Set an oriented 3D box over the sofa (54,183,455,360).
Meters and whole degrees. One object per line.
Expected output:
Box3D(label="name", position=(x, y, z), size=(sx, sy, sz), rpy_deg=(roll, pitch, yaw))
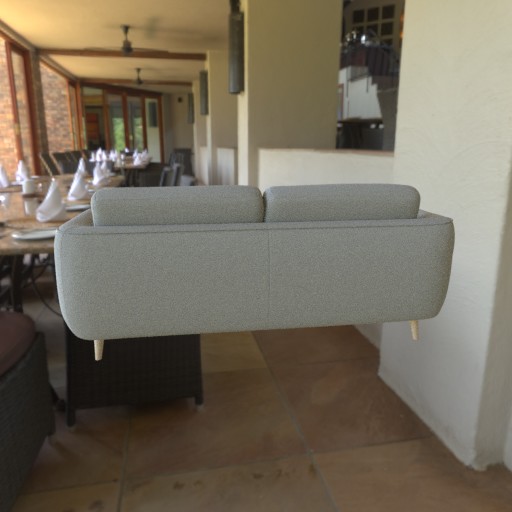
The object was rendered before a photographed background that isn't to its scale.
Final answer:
Box3D(label="sofa", position=(0.000, 0.000, 2.527), size=(2.000, 0.850, 0.920), rpy_deg=(-2, 14, -8))
